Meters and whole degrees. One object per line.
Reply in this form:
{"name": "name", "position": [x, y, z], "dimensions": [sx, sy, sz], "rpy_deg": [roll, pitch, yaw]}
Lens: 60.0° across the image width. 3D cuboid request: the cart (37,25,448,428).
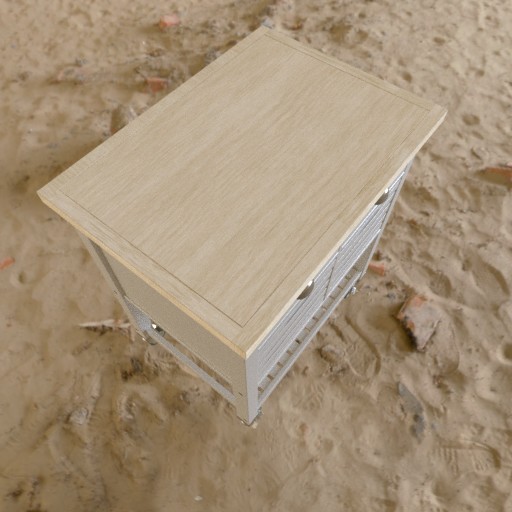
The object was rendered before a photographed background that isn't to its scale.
{"name": "cart", "position": [0.000, 0.000, 1.373], "dimensions": [0.559, 0.914, 0.762], "rpy_deg": [34, 64, 19]}
